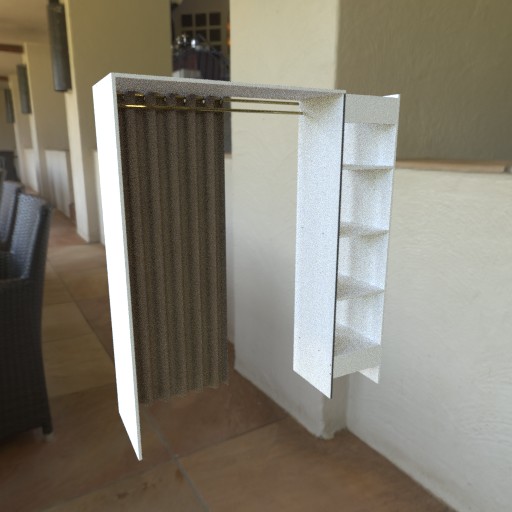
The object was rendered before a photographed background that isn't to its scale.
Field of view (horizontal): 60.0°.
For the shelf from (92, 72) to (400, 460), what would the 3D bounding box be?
[{"bbox_3d":[0.000,0.000,2.587,1.600,1.820,0.500,-7,15,-27],"label":"shelf"}]
